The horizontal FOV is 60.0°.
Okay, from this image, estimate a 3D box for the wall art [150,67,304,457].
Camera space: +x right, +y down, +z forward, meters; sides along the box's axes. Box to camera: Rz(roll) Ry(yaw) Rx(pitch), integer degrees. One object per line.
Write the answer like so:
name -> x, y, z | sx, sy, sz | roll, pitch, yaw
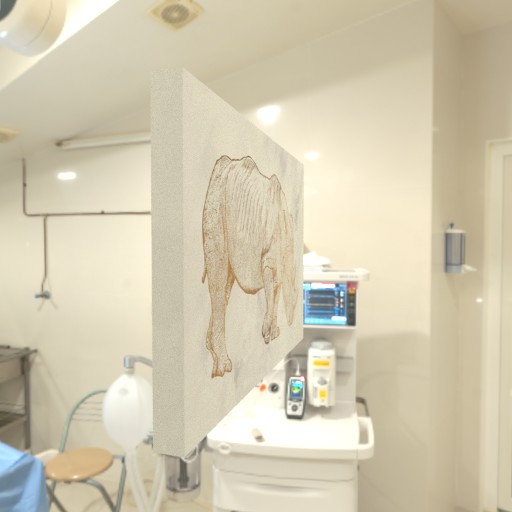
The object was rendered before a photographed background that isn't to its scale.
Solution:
wall art -> 0.000, 0.000, 0.757 | 0.038, 0.407, 0.609 | 1, 2, 18
